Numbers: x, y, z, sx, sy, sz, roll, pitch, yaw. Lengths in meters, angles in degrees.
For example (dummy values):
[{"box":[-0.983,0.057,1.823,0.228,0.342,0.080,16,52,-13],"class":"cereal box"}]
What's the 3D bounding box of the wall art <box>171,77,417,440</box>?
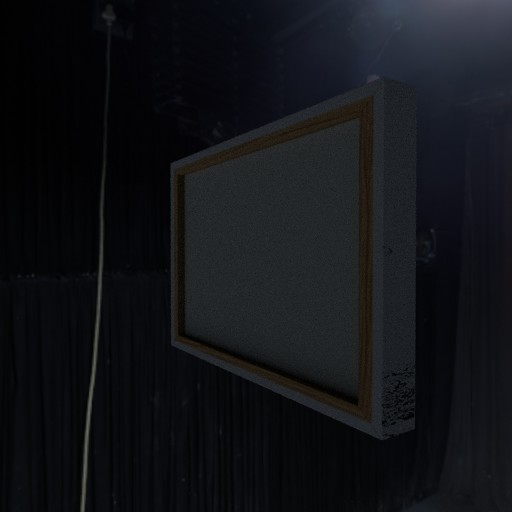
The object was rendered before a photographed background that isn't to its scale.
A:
[{"box":[0.000,0.000,0.484,0.038,0.259,0.381,-1,1,-34],"class":"wall art"}]
